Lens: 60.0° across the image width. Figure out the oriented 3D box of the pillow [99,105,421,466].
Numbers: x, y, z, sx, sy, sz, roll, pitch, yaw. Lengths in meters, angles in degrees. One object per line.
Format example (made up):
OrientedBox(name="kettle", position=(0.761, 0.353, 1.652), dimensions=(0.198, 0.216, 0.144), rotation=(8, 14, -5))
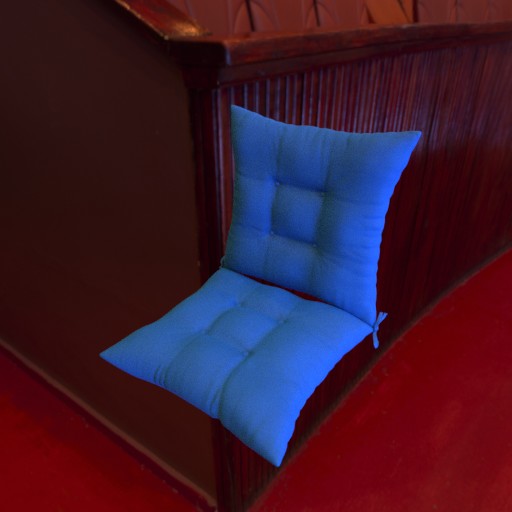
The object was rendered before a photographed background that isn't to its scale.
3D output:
OrientedBox(name="pillow", position=(0.000, 0.000, 1.014), dimensions=(0.541, 0.536, 0.585), rotation=(19, 36, 30))
